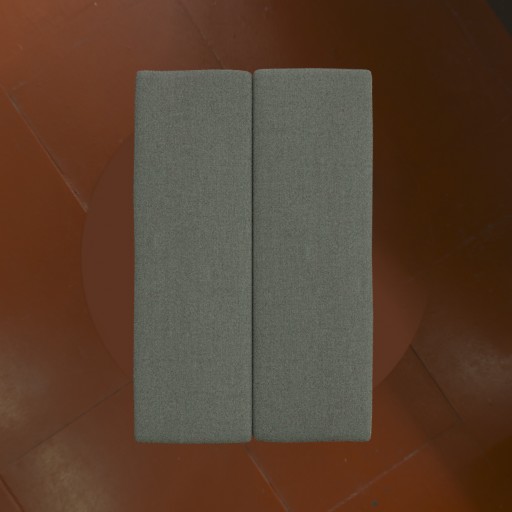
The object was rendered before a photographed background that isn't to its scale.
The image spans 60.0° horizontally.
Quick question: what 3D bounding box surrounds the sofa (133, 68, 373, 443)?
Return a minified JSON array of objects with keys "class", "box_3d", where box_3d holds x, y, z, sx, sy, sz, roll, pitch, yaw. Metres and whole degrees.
[{"class":"sofa","box_3d":[0.000,0.000,1.647,0.817,0.434,1.250,0,90,0]}]
